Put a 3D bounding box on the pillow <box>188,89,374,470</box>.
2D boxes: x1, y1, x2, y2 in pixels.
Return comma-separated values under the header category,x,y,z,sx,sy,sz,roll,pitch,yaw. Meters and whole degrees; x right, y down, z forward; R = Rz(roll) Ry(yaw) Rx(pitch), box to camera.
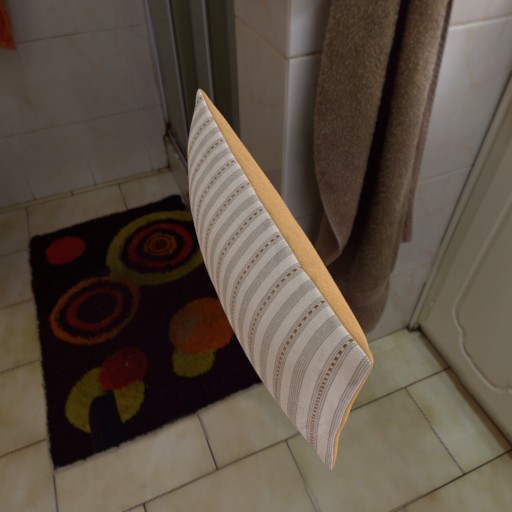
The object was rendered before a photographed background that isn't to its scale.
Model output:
category,x,y,z,sx,sy,sz,roll,pitch,yaw
pillow,0.000,0.000,0.723,0.151,0.291,0.608,-16,49,-14
